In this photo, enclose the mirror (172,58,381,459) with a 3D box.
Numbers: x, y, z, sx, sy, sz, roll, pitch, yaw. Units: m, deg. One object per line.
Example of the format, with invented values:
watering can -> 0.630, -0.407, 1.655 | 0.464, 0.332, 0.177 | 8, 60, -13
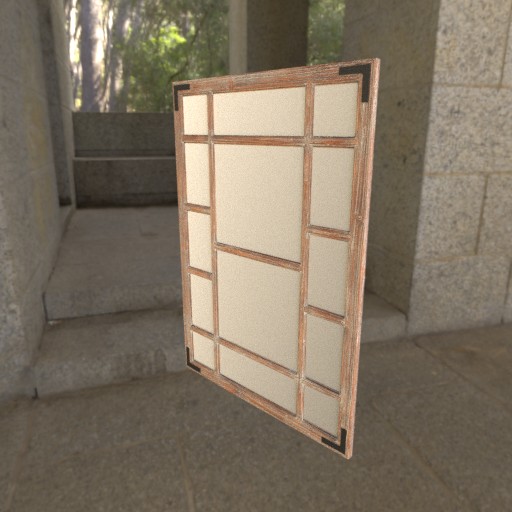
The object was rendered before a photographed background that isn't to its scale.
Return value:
mirror -> 0.000, 0.000, 1.294 | 0.705, 0.996, 0.025 | 15, 21, 42
